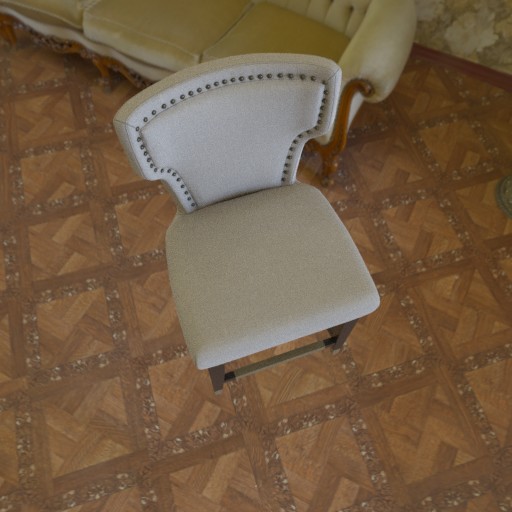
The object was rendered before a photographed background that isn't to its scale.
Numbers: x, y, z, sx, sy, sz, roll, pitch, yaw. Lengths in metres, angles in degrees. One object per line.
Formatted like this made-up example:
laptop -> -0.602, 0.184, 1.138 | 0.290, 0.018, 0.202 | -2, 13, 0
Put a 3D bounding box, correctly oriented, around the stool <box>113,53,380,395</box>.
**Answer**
stool -> 0.000, 0.000, 1.322 | 0.527, 0.982, 0.563 | -17, 64, -9
